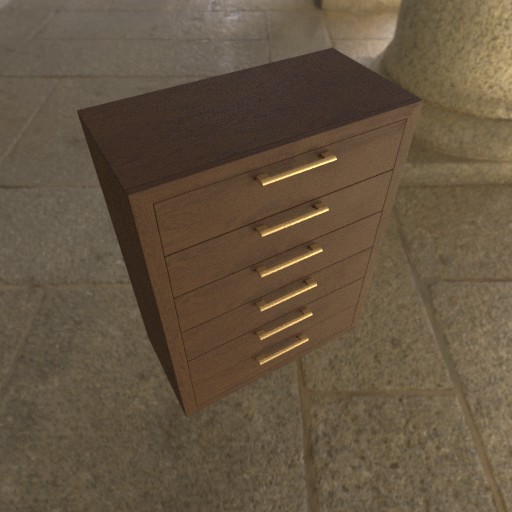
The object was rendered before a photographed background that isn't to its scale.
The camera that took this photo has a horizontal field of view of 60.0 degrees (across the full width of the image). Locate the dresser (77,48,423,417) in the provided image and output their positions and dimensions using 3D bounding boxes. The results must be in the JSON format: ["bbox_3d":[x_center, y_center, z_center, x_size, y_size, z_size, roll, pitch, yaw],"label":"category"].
[{"bbox_3d":[0.000,0.000,1.838,0.964,1.320,0.516,-23,50,-20],"label":"dresser"}]
